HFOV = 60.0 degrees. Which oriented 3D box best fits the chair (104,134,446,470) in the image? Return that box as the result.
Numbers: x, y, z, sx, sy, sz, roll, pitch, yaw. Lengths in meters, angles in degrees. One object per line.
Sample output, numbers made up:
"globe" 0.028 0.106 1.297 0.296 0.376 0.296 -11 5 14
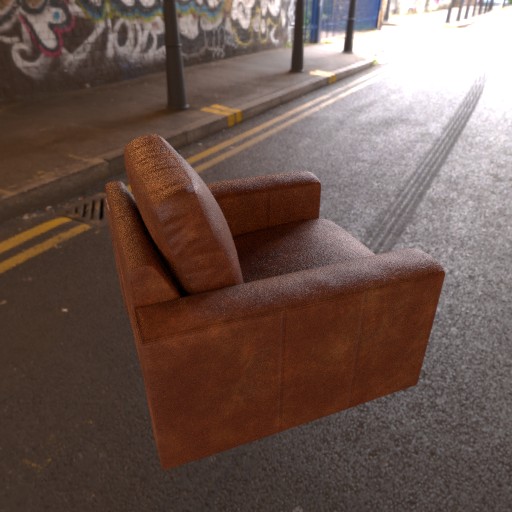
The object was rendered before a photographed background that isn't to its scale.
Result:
"chair" 0.000 0.000 1.731 1.016 0.873 1.005 -11 33 -18
